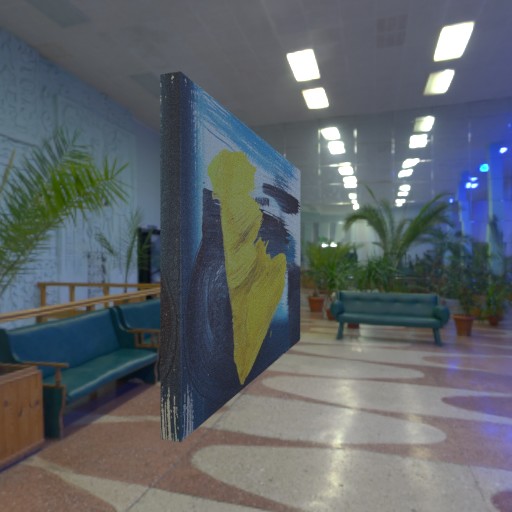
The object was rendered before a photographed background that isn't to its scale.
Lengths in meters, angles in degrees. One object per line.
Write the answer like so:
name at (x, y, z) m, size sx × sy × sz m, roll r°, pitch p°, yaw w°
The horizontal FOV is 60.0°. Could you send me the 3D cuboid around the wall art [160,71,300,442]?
wall art at (0.000, 0.000, 1.167) m, size 0.039 × 0.610 × 0.914 m, roll 0°, pitch 0°, yaw 18°
